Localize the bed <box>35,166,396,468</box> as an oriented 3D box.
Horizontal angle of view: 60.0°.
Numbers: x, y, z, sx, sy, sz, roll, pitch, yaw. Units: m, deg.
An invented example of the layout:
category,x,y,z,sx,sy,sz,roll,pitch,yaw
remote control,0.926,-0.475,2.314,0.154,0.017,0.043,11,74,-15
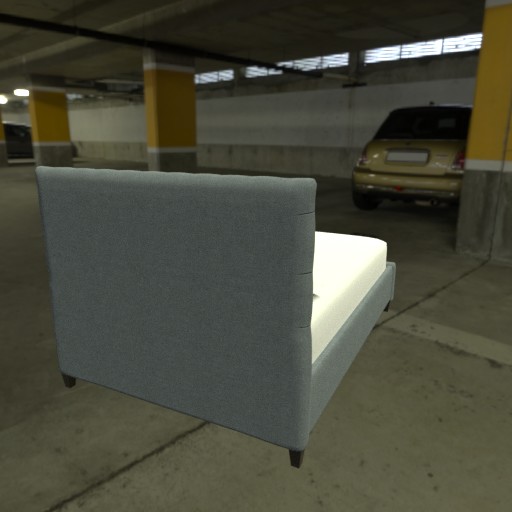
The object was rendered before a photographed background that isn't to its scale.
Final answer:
category,x,y,z,sx,sy,sz,roll,pitch,yaw
bed,0.000,0.000,3.329,1.698,1.411,2.335,8,17,26
